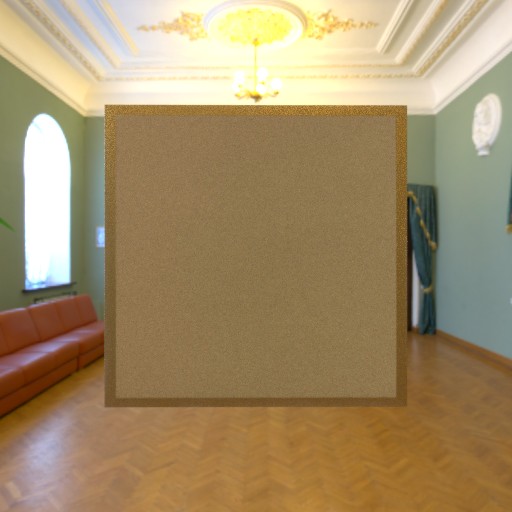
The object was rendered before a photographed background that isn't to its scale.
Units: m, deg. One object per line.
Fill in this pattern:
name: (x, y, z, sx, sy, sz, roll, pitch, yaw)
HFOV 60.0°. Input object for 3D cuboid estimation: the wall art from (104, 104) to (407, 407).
wall art: (0.000, 0.000, 0.466, 0.306, 0.305, 0.038, 0, 0, 0)
